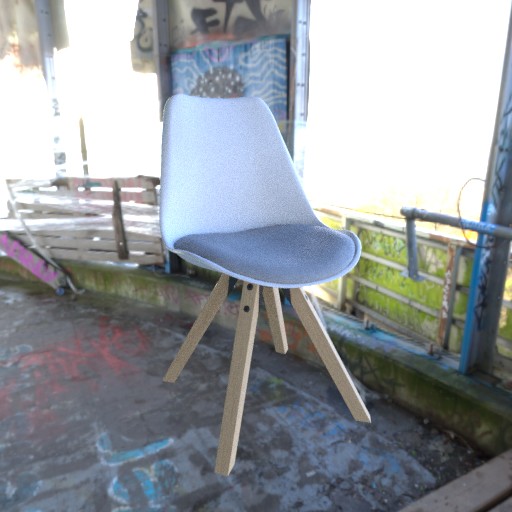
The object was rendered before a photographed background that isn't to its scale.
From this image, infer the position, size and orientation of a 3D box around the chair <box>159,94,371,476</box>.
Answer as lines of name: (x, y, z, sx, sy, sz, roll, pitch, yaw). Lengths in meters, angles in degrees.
chair: (0.000, 0.000, 1.196, 0.485, 0.850, 0.550, -8, 18, -26)
